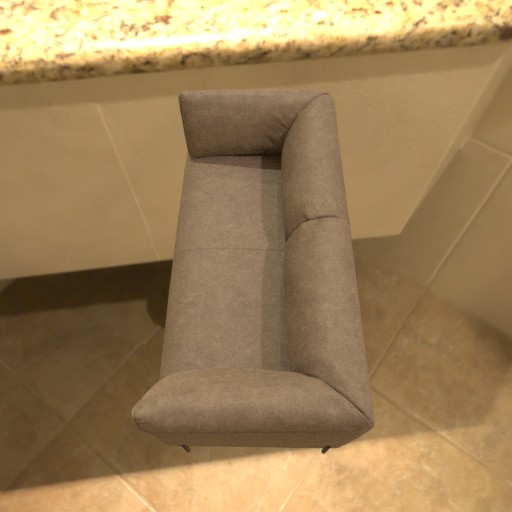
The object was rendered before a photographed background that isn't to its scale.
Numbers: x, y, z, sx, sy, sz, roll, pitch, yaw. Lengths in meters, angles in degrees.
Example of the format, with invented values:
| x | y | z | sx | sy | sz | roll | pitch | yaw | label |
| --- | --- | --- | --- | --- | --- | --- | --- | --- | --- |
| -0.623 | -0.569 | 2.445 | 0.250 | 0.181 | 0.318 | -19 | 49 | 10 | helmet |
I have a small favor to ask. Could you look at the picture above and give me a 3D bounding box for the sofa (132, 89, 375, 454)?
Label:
| x | y | z | sx | sy | sz | roll | pitch | yaw | label |
| --- | --- | --- | --- | --- | --- | --- | --- | --- | --- |
| 0.000 | 0.000 | 2.367 | 0.905 | 0.747 | 1.878 | 0 | 59 | 0 | sofa |
